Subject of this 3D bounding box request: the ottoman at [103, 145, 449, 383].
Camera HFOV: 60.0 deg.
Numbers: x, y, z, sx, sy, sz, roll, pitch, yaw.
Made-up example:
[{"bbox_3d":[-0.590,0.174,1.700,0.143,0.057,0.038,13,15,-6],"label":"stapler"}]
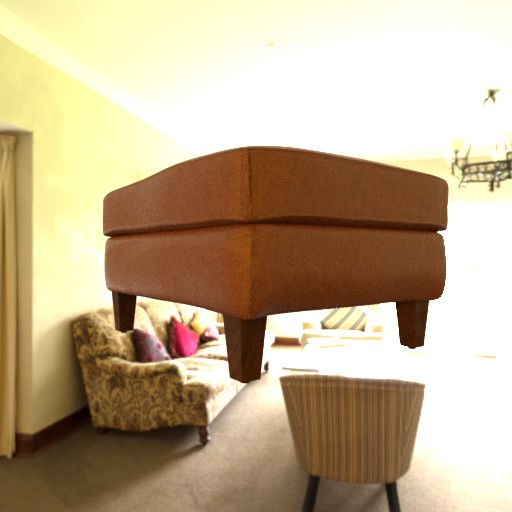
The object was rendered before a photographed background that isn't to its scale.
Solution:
[{"bbox_3d":[0.000,0.000,1.282,0.650,0.485,0.851,0,0,-36],"label":"ottoman"}]
